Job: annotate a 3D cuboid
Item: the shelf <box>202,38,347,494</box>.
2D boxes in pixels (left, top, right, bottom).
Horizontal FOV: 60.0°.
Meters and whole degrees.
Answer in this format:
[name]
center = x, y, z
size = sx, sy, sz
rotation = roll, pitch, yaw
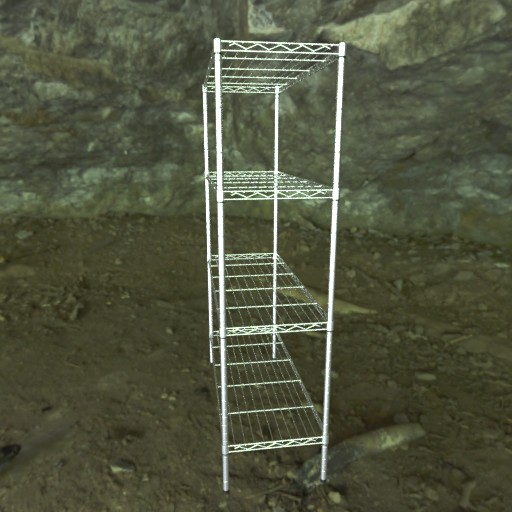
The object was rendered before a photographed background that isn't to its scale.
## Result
[shelf]
center = 0.000, 0.000, 1.728
size = 0.352, 1.360, 0.907
rotation = -2, 14, -8
